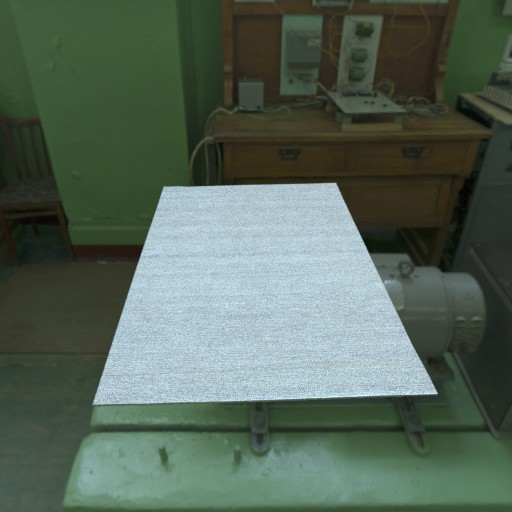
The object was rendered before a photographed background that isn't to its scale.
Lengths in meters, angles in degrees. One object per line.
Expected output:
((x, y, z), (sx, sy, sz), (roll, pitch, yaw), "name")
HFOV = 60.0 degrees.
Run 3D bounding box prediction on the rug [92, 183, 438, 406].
((0.000, 0.000, 2.264), (1.179, 0.022, 1.820), (-1, 33, -2), "rug")
